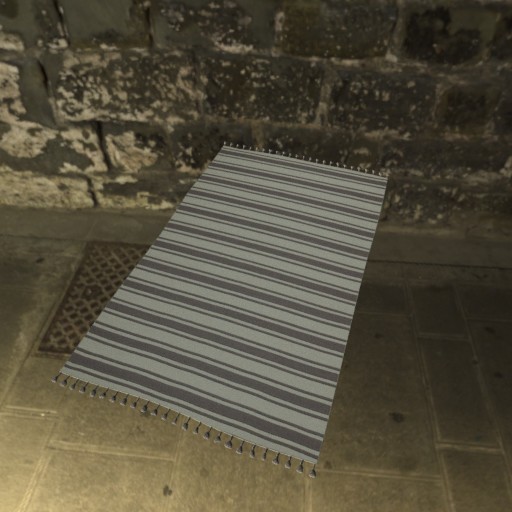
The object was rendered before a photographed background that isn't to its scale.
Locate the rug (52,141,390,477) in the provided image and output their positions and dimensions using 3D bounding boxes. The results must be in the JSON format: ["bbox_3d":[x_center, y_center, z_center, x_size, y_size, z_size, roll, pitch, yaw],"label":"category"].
[{"bbox_3d":[0.000,0.000,2.530,1.229,0.011,2.096,15,49,13],"label":"rug"}]
